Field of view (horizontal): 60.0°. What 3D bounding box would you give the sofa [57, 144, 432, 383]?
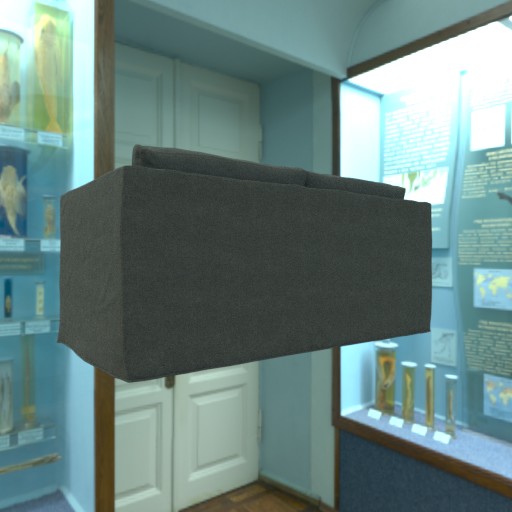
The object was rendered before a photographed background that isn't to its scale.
[{"bbox_3d":[0.000,0.000,2.358,1.802,0.854,0.974,0,0,-36],"label":"sofa"}]
